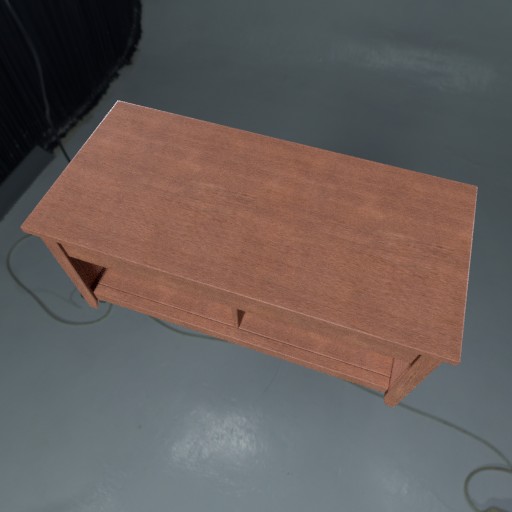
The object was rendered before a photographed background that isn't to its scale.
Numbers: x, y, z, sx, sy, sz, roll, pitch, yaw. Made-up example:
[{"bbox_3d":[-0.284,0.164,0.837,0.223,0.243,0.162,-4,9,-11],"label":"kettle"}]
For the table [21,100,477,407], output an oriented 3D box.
[{"bbox_3d":[0.000,0.000,1.276,1.016,0.457,0.483,16,59,10],"label":"table"}]
